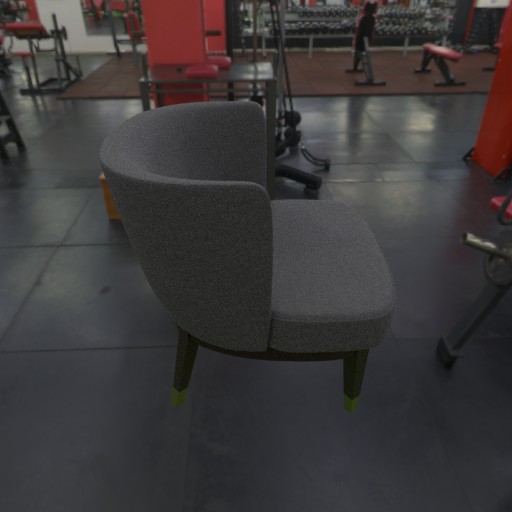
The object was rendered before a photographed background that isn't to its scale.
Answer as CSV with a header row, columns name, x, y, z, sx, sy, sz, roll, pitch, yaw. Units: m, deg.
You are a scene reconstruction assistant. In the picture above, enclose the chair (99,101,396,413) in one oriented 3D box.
name,x,y,z,sx,sy,sz,roll,pitch,yaw
chair,0.000,0.000,1.236,0.698,0.695,0.639,0,32,0
